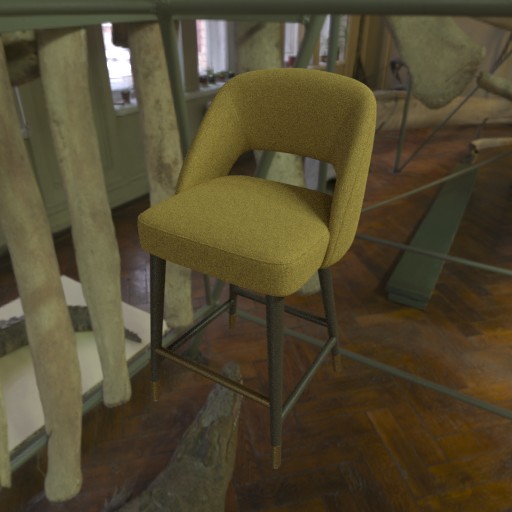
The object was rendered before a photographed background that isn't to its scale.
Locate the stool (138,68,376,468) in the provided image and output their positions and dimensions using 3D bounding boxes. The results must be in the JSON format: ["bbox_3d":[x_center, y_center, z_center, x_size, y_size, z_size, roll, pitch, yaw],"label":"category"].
[{"bbox_3d":[0.000,0.000,1.256,0.536,0.939,0.522,17,34,28],"label":"stool"}]
